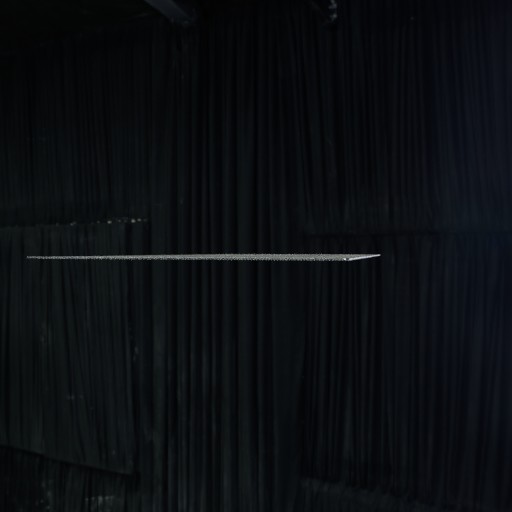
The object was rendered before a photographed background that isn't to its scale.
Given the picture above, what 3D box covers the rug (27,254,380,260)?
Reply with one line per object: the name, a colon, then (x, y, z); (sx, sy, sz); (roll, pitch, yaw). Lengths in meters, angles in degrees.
rug: (0.000, 0.000, 3.035); (1.528, 0.010, 2.440); (0, 1, 18)
